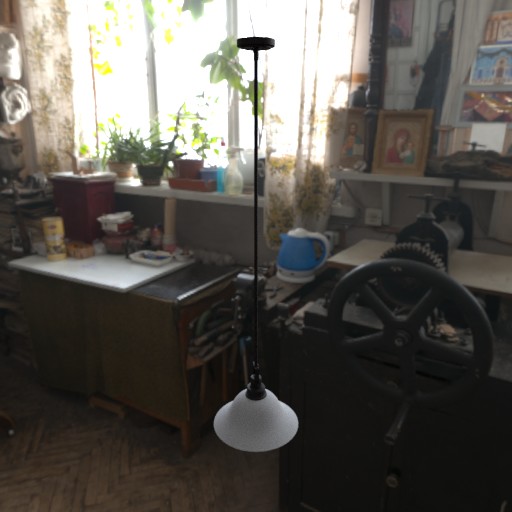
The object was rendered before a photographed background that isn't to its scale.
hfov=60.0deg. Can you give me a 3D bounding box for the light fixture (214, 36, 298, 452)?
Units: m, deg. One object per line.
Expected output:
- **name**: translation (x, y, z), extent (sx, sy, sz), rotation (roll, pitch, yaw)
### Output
- **light fixture**: translation (0.000, 0.000, 1.507), extent (0.324, 1.337, 0.324), rotation (-3, 17, -8)
